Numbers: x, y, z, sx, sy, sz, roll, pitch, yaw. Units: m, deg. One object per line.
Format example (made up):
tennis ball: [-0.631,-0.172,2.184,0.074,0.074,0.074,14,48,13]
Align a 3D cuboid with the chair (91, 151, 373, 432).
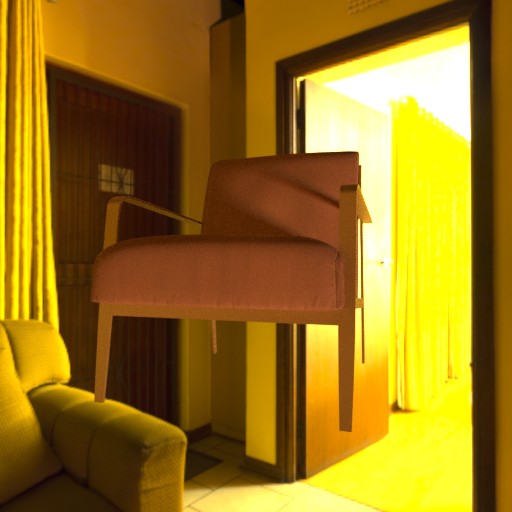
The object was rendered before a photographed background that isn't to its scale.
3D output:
chair: [0.000,0.000,1.450,0.701,0.823,0.848,0,-1,18]
